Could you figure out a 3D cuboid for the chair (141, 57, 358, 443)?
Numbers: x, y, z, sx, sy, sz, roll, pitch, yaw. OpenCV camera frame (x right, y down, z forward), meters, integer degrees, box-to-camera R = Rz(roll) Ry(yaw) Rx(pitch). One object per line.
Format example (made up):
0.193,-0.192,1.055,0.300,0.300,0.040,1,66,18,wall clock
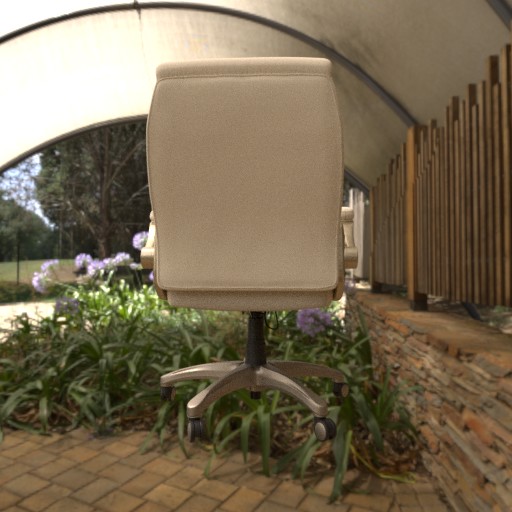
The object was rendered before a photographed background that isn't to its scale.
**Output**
0.000,0.000,1.599,0.740,1.110,0.794,0,-1,0,chair
